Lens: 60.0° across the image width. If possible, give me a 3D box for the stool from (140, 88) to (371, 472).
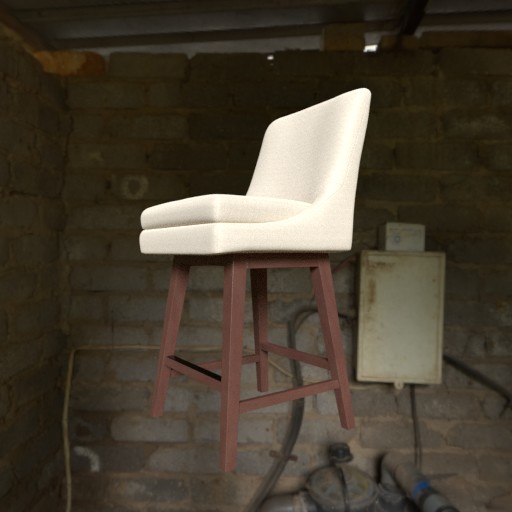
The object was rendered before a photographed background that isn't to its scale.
[{"bbox_3d":[0.000,0.000,1.329,0.559,0.991,0.483,0,1,-36],"label":"stool"}]
